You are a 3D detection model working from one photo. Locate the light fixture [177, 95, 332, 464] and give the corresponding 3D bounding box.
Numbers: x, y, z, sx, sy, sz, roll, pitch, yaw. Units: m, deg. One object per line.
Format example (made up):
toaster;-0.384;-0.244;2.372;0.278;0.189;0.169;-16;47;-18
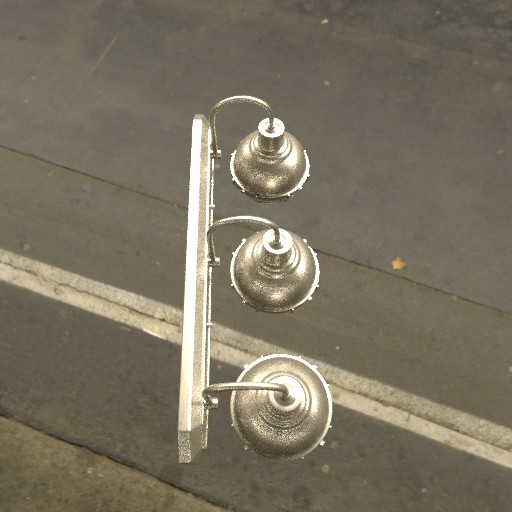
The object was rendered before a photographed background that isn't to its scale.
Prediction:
light fixture;0.000;0.000;0.753;0.229;0.254;0.634;-1;64;-1
